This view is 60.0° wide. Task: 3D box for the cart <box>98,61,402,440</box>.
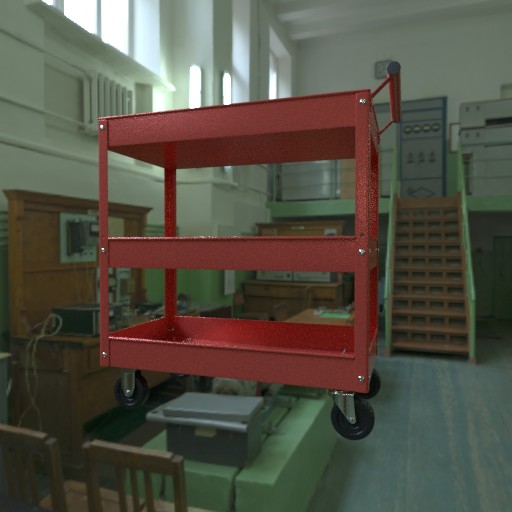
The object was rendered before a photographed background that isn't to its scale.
[{"bbox_3d":[0.000,0.000,1.163,0.719,0.780,0.366,0,1,18],"label":"cart"}]
